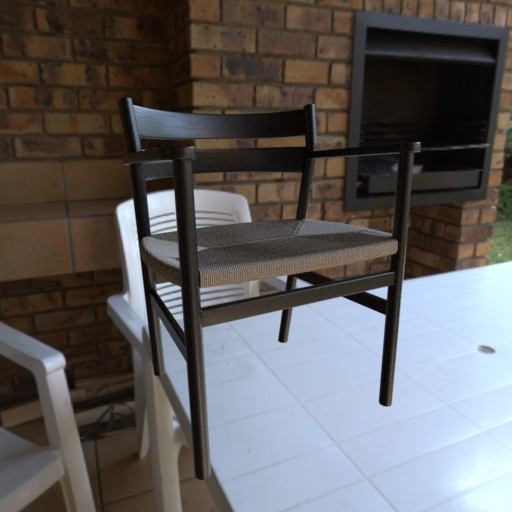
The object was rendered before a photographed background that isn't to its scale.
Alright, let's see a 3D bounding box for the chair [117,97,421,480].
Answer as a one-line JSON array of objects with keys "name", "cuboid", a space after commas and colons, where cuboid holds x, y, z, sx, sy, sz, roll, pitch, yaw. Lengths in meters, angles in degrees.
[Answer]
[{"name": "chair", "cuboid": [0.000, 0.000, 1.148, 0.630, 0.775, 0.508, -9, 18, -28]}]
